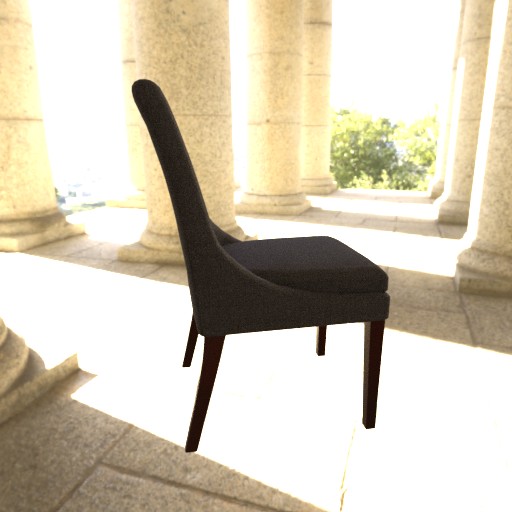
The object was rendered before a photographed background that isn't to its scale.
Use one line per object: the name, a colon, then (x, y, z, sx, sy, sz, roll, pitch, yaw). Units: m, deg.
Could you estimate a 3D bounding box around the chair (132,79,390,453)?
chair: (0.000, 0.000, 1.349, 0.655, 0.952, 0.508, -3, 15, -10)
